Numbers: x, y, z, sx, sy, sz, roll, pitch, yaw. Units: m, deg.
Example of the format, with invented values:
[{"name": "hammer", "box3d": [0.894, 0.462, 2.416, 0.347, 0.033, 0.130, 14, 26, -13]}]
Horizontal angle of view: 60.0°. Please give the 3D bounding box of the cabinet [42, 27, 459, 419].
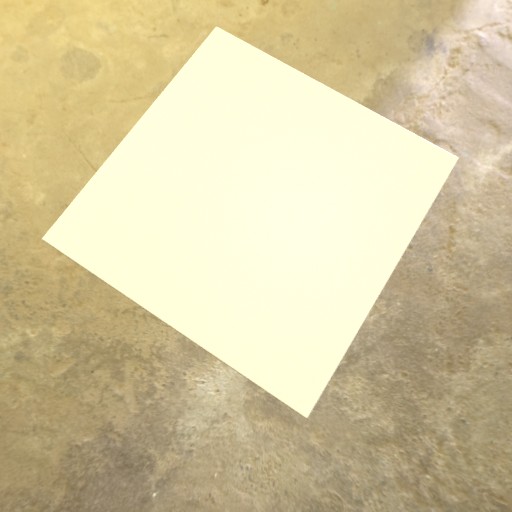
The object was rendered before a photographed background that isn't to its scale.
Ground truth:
[{"name": "cabinet", "box3d": [0.000, 0.000, 1.172, 0.547, 0.775, 0.544, 32, 77, 9]}]
